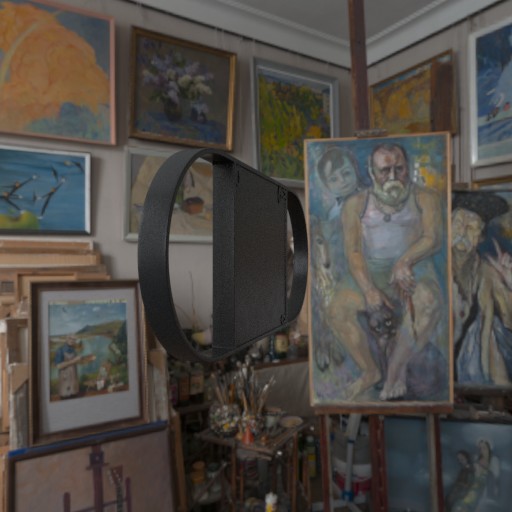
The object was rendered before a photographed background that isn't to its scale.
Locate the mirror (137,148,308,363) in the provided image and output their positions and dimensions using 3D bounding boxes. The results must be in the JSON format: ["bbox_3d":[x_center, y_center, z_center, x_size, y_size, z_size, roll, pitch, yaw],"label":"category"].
[{"bbox_3d":[0.000,0.000,0.694,0.032,0.254,0.584,0,0,20],"label":"mirror"}]
